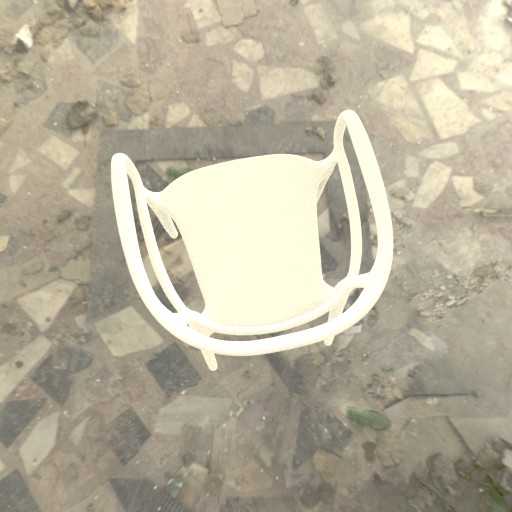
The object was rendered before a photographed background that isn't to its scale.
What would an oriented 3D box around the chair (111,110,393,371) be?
[{"bbox_3d":[0.000,0.000,1.158,0.559,0.761,0.527,-12,76,-3],"label":"chair"}]
